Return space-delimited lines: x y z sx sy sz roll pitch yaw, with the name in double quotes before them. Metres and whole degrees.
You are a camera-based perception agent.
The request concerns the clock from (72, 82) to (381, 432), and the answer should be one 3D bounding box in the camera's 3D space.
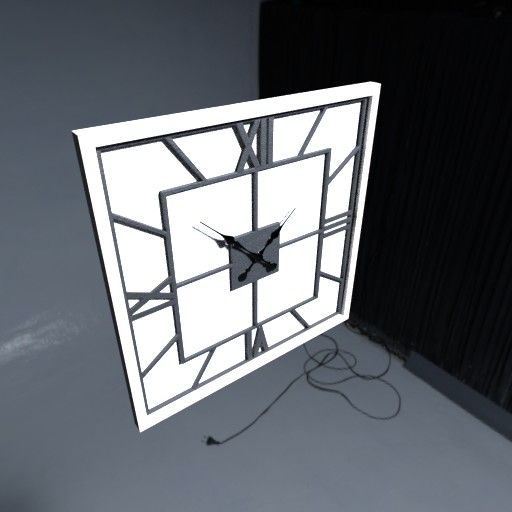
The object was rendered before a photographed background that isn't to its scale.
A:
"clock" 0.000 0.000 1.054 0.705 0.705 0.032 -21 37 -31
